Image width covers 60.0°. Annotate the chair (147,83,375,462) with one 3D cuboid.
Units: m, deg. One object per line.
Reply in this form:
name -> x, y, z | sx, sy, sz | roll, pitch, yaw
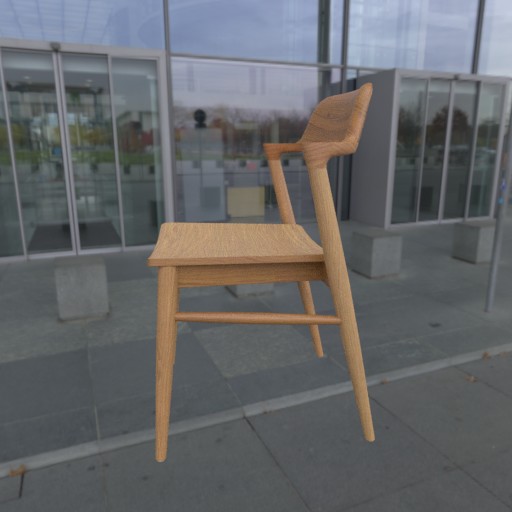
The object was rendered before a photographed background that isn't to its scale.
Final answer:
chair -> 0.000, 0.000, 1.111 | 0.499, 0.792, 0.512 | -2, 14, -7
